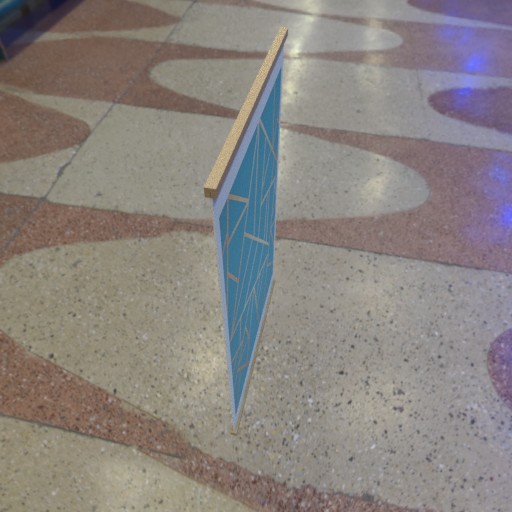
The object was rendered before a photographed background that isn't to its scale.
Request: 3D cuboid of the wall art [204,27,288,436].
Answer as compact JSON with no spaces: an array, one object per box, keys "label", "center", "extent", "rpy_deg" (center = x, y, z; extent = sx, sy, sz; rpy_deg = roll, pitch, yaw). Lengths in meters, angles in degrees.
[{"label":"wall art","center":[0.000,0.000,1.919],"extent":[0.030,1.519,0.990],"rpy_deg":[9,48,8]}]
